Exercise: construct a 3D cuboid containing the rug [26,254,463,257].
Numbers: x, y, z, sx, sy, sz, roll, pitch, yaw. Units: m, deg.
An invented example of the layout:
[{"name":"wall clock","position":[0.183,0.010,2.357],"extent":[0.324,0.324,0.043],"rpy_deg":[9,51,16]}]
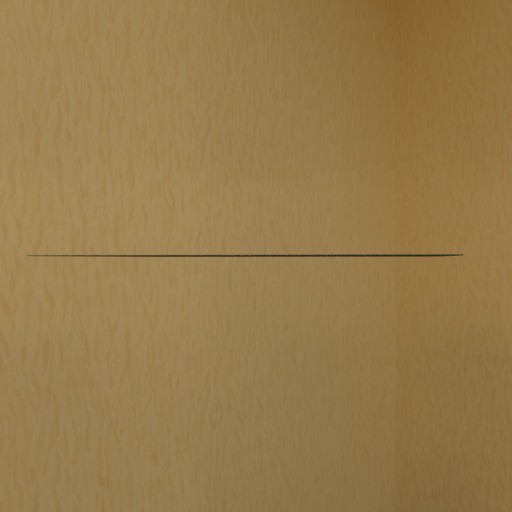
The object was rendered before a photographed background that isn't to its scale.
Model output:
[{"name":"rug","position":[0.000,0.000,4.204],"extent":[3.371,0.008,2.190],"rpy_deg":[0,0,18]}]
